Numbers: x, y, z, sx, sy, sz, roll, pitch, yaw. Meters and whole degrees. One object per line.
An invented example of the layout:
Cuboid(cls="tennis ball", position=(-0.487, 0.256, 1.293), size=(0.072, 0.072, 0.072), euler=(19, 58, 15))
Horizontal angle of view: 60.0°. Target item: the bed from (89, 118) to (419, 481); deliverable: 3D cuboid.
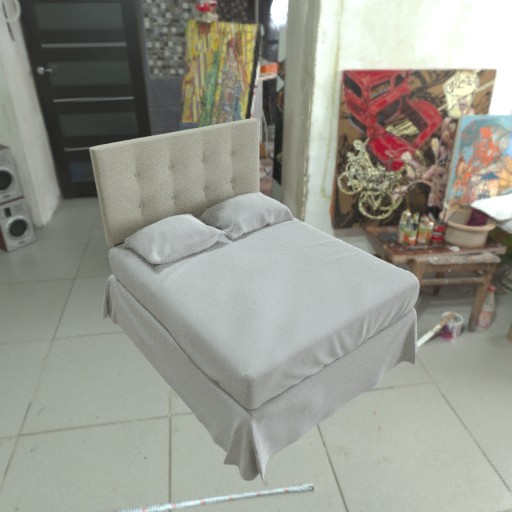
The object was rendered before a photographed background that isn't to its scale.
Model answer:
Cuboid(cls="bed", position=(0.000, 0.000, 3.497), size=(1.936, 1.577, 2.222), euler=(-22, 36, -33))
